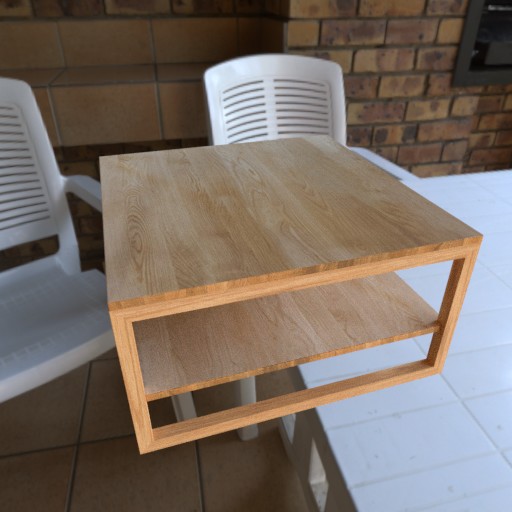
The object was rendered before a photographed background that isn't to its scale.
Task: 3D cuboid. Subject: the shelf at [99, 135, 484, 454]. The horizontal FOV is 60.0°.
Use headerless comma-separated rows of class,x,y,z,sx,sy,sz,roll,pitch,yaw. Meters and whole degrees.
shelf,0.000,0.000,1.471,0.899,0.480,0.899,-10,33,-15
